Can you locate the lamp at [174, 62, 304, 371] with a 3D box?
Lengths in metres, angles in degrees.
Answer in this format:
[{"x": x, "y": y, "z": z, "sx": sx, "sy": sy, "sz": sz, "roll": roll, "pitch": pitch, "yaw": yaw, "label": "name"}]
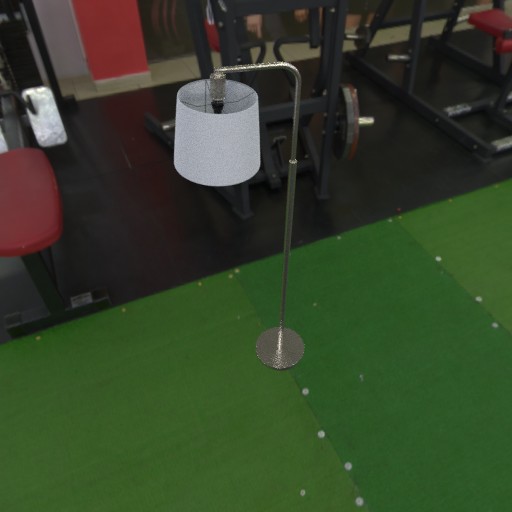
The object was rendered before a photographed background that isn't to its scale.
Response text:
[{"x": 0.000, "y": 0.000, "z": 1.699, "sx": 0.508, "sy": 1.478, "sz": 0.254, "roll": -16, "pitch": 48, "yaw": -15, "label": "lamp"}]
